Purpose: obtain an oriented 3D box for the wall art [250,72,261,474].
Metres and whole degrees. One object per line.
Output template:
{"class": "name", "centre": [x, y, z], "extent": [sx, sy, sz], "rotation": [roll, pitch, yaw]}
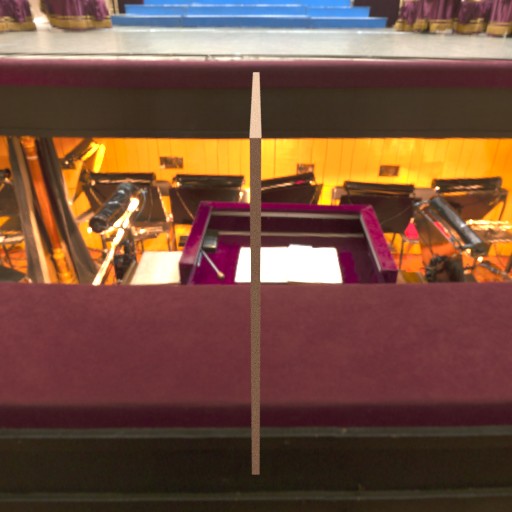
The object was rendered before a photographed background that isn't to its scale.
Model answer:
{"class": "wall art", "centre": [0.000, 0.000, 0.802], "extent": [0.012, 0.557, 0.482], "rotation": [0, 30, 0]}
